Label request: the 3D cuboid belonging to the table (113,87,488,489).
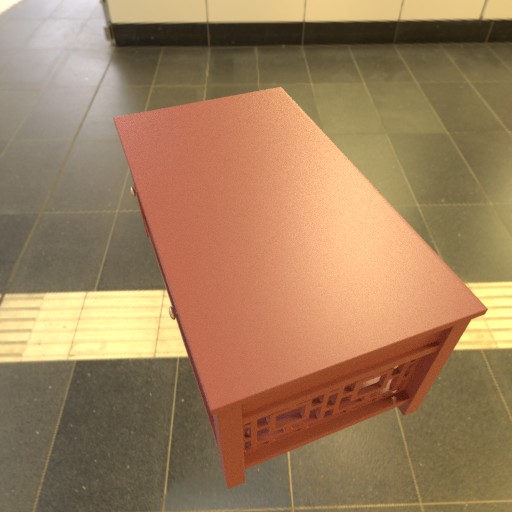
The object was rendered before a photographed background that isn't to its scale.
[{"bbox_3d":[0.000,0.000,1.359,0.612,0.493,1.068,-16,48,-15],"label":"table"}]
